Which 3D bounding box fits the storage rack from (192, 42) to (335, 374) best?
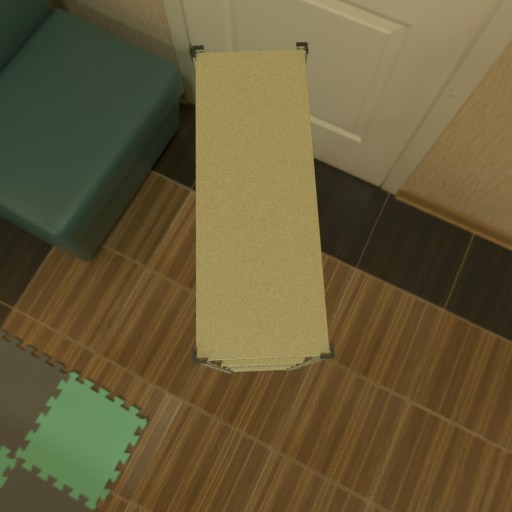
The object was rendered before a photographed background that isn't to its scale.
[{"bbox_3d":[0.000,0.000,2.456,0.457,1.829,1.219,-2,74,-1],"label":"storage rack"}]
